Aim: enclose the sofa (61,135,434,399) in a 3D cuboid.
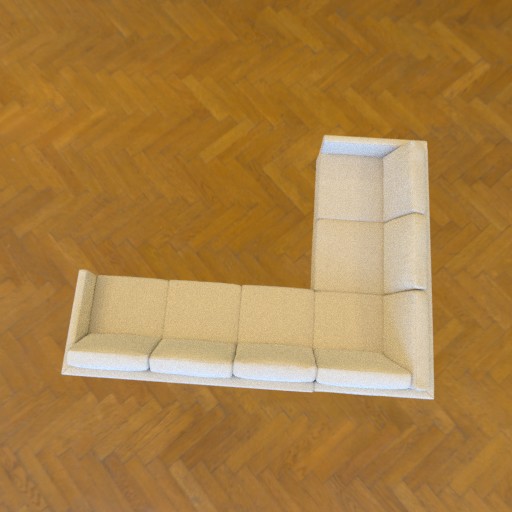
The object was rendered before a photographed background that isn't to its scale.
[{"bbox_3d":[0.000,0.000,4.275,3.182,0.863,2.432,4,76,1],"label":"sofa"}]
